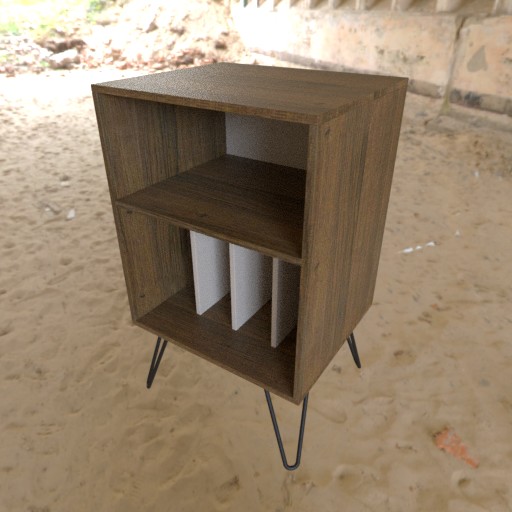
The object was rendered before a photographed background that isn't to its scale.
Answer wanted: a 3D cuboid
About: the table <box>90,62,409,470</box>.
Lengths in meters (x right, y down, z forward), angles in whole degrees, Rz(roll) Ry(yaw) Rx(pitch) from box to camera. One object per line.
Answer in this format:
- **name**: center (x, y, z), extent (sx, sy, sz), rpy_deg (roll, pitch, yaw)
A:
- **table**: center (0.000, 0.000, 1.165), extent (0.526, 0.866, 0.457), rpy_deg (18, 35, 28)
